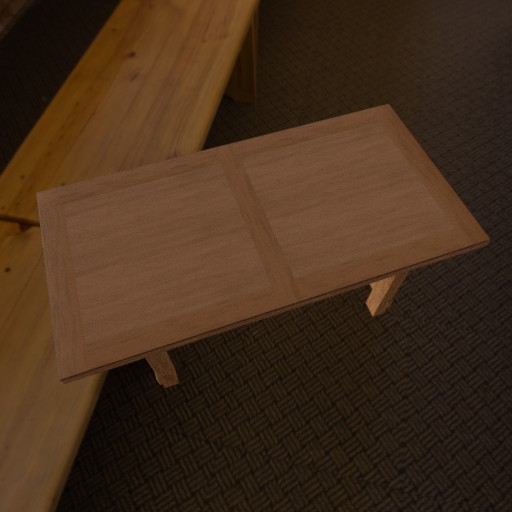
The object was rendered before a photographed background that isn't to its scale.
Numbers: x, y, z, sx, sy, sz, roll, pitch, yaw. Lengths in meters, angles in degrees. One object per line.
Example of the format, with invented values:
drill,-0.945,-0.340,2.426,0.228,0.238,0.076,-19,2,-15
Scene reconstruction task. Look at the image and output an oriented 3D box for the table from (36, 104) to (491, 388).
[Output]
table,0.000,0.000,2.468,1.982,0.762,1.000,-17,60,-10
